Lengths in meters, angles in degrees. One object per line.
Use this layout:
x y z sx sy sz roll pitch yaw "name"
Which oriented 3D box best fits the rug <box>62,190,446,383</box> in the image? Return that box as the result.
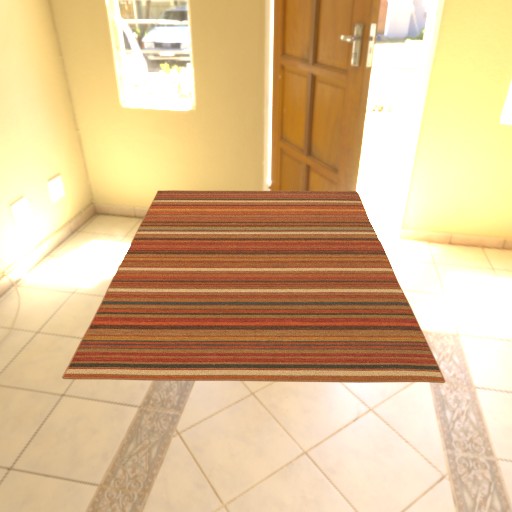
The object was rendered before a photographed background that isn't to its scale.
0.000 0.000 4.153 2.479 0.023 3.092 0 31 1 "rug"
